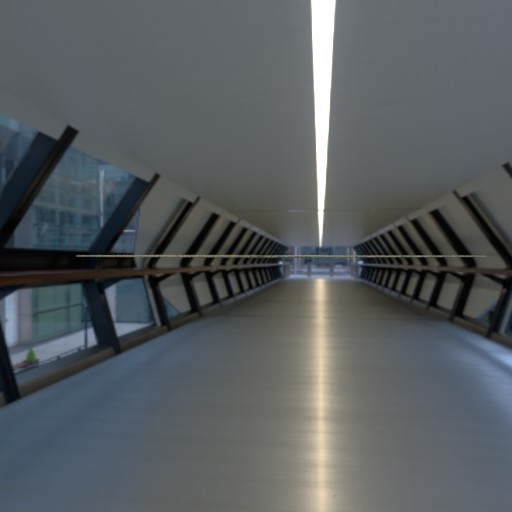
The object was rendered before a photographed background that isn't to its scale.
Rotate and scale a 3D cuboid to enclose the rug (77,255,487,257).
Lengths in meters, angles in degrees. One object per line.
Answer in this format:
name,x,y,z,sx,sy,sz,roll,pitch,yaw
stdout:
rug,0.000,0.000,4.251,2.437,0.014,3.201,0,0,-37
